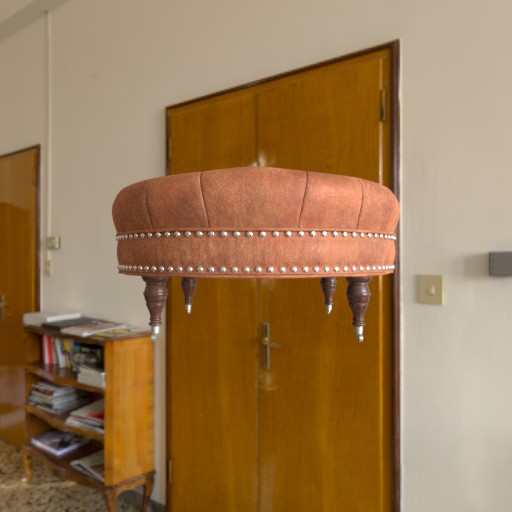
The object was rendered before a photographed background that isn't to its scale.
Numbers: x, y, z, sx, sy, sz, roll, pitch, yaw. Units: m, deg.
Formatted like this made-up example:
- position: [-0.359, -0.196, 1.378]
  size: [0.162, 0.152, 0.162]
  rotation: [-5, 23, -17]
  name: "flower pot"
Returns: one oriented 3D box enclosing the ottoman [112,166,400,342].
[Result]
- position: [0.000, 0.000, 1.420]
  size: [0.901, 0.444, 0.901]
  rotation: [0, 0, 0]
  name: "ottoman"
